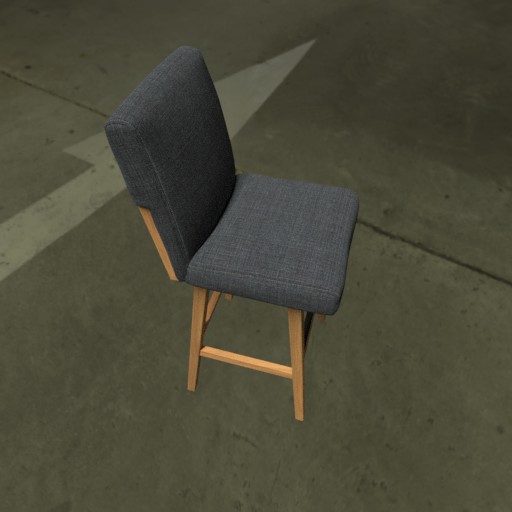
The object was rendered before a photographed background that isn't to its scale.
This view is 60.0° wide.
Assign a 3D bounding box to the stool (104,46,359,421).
[{"bbox_3d":[0.000,0.000,1.406,0.570,1.112,0.483,12,48,11],"label":"stool"}]
